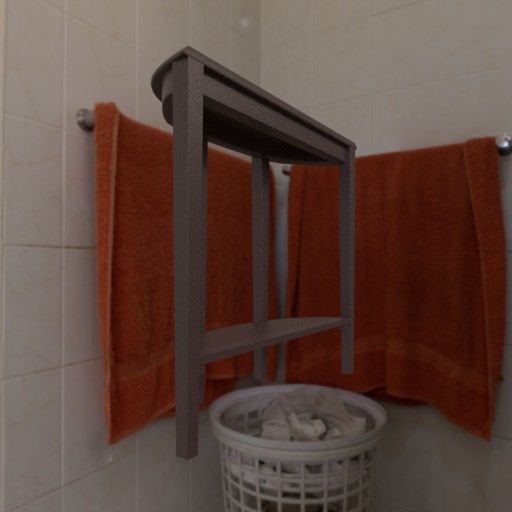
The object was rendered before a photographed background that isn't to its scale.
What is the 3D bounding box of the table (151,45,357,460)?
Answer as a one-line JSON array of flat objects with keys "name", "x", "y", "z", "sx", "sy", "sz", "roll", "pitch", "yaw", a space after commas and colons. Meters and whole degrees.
[{"name": "table", "x": 0.000, "y": 0.000, "z": 1.321, "sx": 0.274, "sy": 0.831, "sz": 0.909, "roll": -1, "pitch": -1, "yaw": 34}]
